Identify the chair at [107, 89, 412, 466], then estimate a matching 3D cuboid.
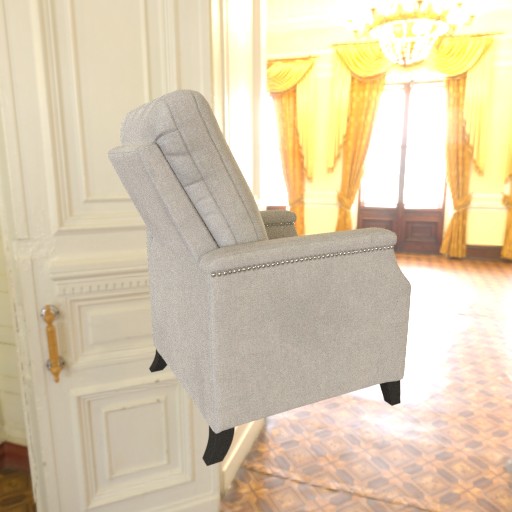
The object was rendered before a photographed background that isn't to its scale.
[{"bbox_3d":[0.000,0.000,1.616,0.922,1.049,0.710,-6,14,-26],"label":"chair"}]
